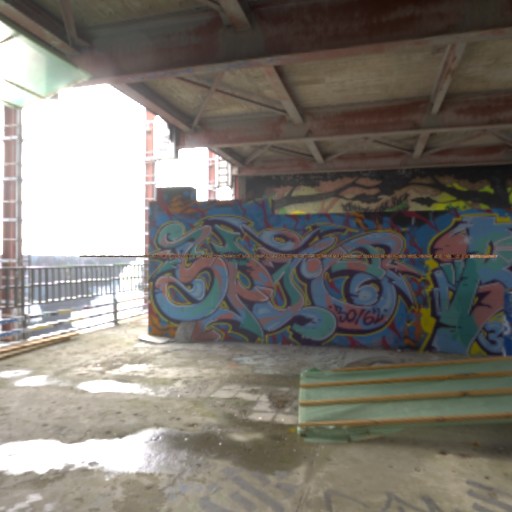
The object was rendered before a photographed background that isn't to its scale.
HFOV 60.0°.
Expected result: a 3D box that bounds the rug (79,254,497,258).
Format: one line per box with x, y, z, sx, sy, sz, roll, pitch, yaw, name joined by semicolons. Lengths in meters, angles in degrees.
0.000;0.000;2.405;2.237;0.014;0.680;0;0;35;rug
